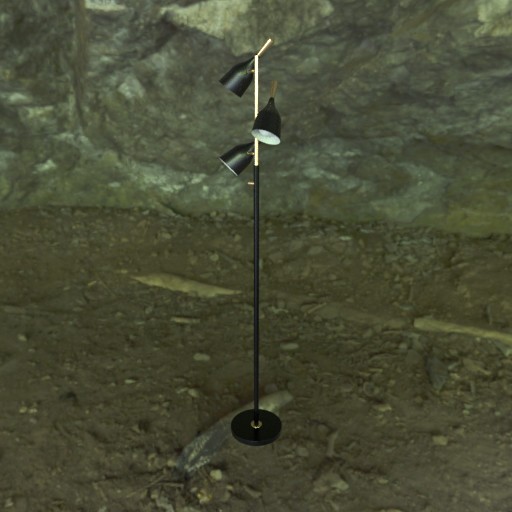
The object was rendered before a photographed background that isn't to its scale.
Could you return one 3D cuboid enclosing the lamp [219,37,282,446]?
[{"bbox_3d":[0.000,0.000,1.955,0.253,1.778,0.434,-8,18,-26],"label":"lamp"}]
